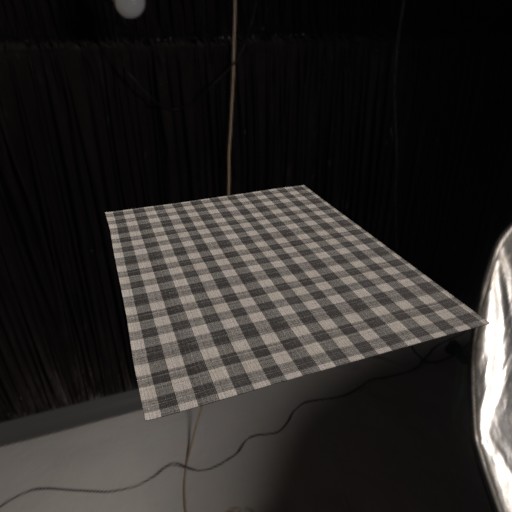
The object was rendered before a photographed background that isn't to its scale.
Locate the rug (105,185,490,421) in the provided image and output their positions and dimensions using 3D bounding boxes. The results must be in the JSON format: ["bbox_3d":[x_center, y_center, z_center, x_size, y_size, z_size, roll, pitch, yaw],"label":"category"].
[{"bbox_3d":[0.000,0.000,4.019,2.432,0.013,3.021,-10,31,-18],"label":"rug"}]
